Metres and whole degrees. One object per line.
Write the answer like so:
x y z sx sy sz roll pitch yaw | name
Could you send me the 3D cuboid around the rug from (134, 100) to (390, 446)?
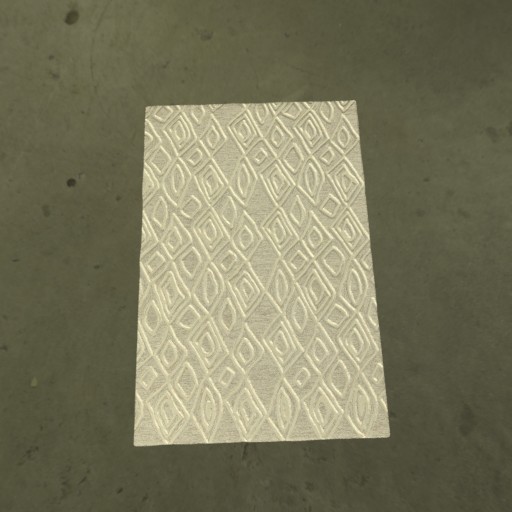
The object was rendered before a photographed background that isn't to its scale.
0.000 0.000 2.337 1.224 0.016 1.832 -2 75 0 | rug
